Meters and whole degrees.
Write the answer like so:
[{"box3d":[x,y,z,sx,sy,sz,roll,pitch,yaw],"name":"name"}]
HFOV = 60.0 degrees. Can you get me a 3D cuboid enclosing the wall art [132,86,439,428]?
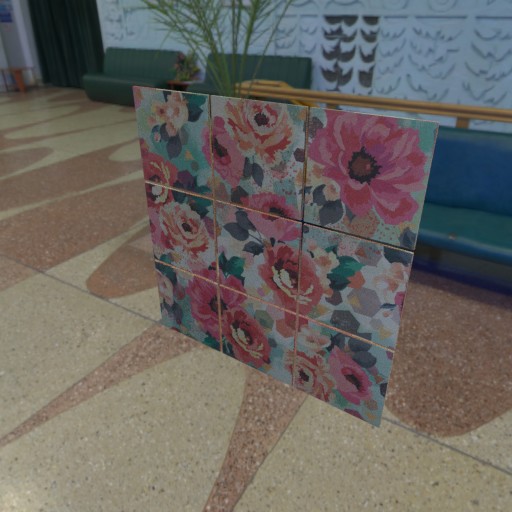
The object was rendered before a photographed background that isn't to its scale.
[{"box3d":[0.000,0.000,2.265,1.521,1.519,0.013,18,34,30],"name":"wall art"}]
